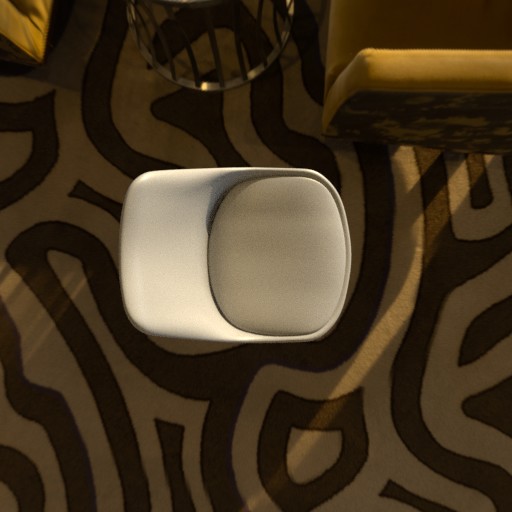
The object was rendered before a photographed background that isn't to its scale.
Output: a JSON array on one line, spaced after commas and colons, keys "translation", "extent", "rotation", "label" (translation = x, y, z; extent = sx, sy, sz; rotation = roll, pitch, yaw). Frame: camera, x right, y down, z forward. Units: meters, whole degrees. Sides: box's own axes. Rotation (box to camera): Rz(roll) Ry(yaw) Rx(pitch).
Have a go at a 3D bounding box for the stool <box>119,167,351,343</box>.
[{"translation": [0.000, 0.000, 1.430], "extent": [0.550, 1.115, 0.485], "rotation": [0, 89, 0], "label": "stool"}]
